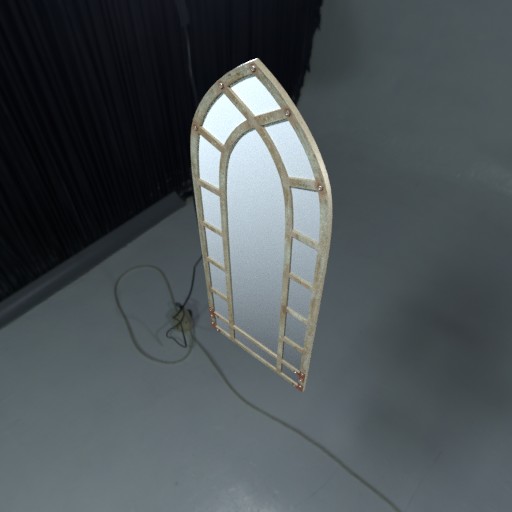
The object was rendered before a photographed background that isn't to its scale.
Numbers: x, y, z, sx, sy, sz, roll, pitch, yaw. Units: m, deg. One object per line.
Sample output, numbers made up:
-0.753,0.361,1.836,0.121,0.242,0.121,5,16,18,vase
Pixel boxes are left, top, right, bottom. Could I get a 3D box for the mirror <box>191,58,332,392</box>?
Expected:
0.000,0.000,1.326,0.464,1.175,0.025,31,55,25,mirror
